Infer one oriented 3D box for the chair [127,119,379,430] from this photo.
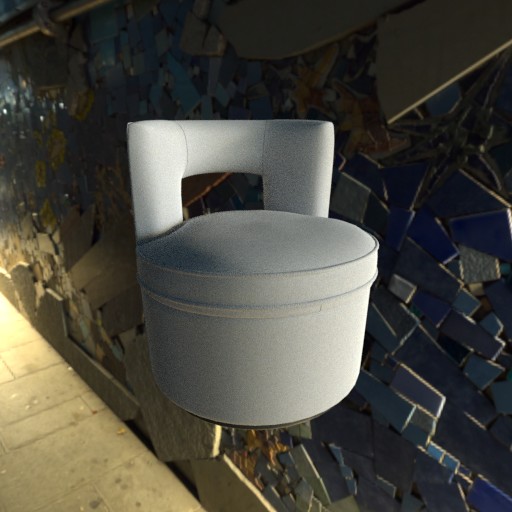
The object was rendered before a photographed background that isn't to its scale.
[{"bbox_3d":[0.000,0.000,1.235,0.650,0.723,0.665,-8,19,-25],"label":"chair"}]
